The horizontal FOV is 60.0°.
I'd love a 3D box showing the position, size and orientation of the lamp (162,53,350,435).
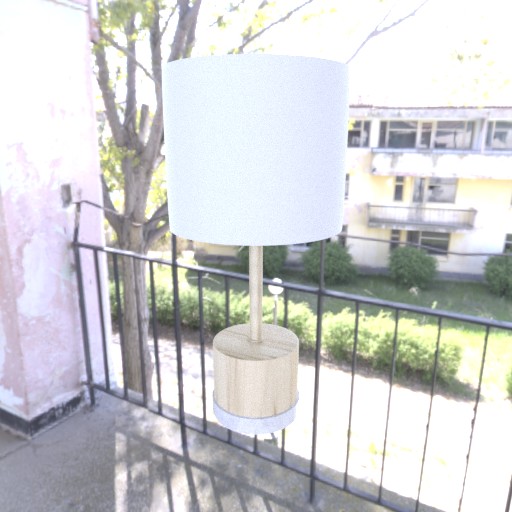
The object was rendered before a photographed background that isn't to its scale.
[{"bbox_3d":[0.000,0.000,0.604,0.229,0.470,0.229,8,17,28],"label":"lamp"}]
